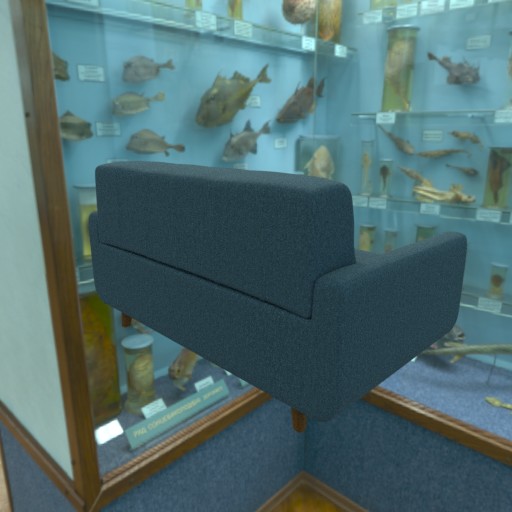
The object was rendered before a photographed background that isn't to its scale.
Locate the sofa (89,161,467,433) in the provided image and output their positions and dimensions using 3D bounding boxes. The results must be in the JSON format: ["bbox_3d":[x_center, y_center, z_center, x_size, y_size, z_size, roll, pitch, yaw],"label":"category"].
[{"bbox_3d":[0.000,0.000,2.173,0.942,0.896,1.651,-15,22,-43],"label":"sofa"}]
